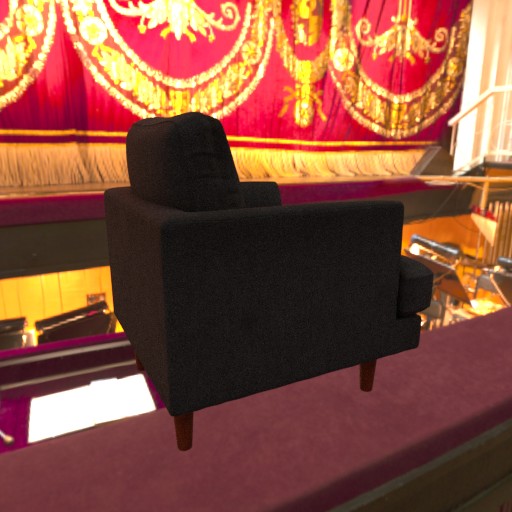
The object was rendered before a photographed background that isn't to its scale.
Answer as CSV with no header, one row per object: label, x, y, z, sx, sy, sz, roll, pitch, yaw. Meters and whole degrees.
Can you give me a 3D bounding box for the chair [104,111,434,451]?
chair,0.000,0.000,1.596,0.899,0.957,0.858,-7,16,-26
